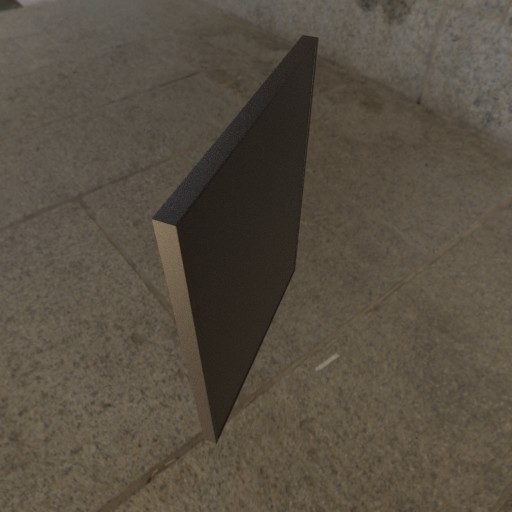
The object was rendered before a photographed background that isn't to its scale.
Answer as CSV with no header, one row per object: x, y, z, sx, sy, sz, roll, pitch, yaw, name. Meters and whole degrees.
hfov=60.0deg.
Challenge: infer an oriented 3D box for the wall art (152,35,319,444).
0.000,0.000,0.749,0.028,0.551,0.451,17,50,15,wall art
